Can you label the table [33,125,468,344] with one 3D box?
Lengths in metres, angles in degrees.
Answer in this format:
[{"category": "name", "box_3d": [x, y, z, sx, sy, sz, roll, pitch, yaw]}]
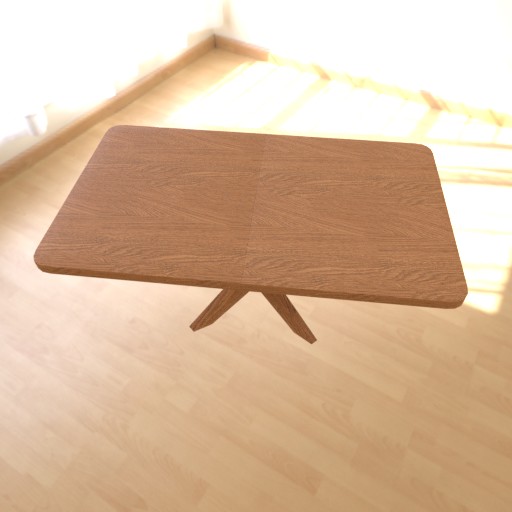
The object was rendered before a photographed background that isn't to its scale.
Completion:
[{"category": "table", "box_3d": [0.000, 0.000, 2.182, 1.600, 0.770, 0.950, 5, 49, 4]}]
